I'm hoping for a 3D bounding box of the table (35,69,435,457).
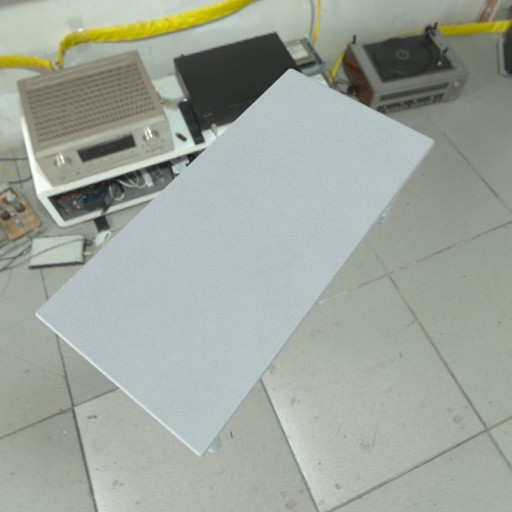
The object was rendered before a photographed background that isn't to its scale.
[{"bbox_3d":[0.000,0.000,1.504,0.580,0.487,1.171,34,67,16],"label":"table"}]
